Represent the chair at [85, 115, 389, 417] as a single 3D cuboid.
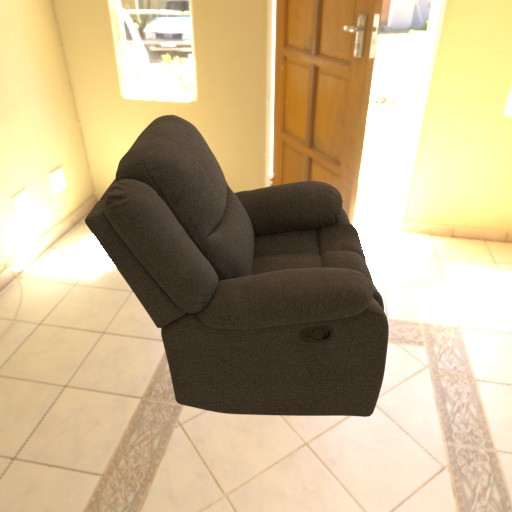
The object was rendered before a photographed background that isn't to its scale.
[{"bbox_3d":[0.000,0.000,1.745,0.944,1.008,0.899,1,32,1],"label":"chair"}]
